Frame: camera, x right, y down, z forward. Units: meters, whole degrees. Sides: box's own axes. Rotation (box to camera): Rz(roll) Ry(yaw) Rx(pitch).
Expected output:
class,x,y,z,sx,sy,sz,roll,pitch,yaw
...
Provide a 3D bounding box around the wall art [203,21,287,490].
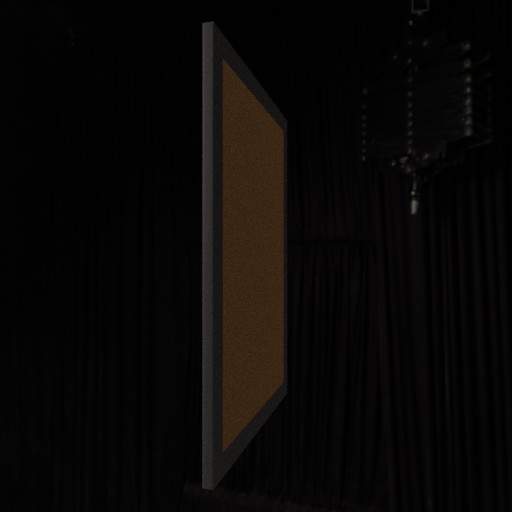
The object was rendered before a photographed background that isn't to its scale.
class,x,y,z,sx,sy,sz,roll,pitch,yaw
wall art,0.000,0.000,0.687,0.013,0.534,0.380,0,0,17
